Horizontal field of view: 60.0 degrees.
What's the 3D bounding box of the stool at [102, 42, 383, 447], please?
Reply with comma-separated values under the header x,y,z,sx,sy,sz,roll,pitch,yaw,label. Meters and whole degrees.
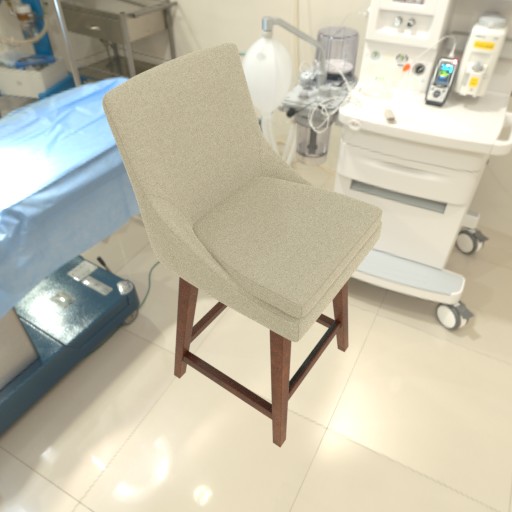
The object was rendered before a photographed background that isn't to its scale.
x,y,z,sx,sy,sz,roll,pitch,yaw,label
0.000,0.000,1.288,0.559,0.991,0.469,25,48,25,stool
